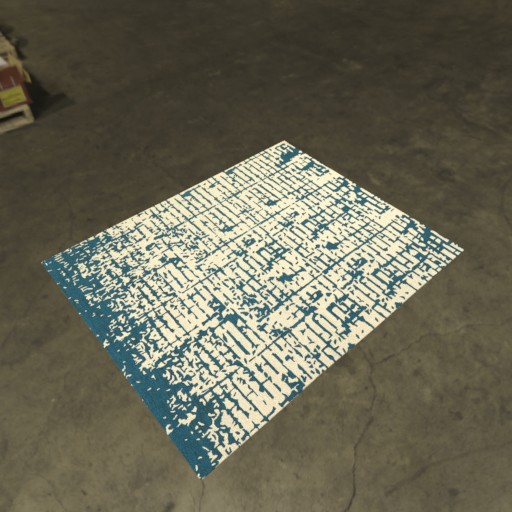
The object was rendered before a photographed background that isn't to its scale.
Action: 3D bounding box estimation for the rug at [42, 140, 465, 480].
[{"bbox_3d":[0.000,0.000,4.041,3.017,0.014,2.416,-33,55,-27],"label":"rug"}]
